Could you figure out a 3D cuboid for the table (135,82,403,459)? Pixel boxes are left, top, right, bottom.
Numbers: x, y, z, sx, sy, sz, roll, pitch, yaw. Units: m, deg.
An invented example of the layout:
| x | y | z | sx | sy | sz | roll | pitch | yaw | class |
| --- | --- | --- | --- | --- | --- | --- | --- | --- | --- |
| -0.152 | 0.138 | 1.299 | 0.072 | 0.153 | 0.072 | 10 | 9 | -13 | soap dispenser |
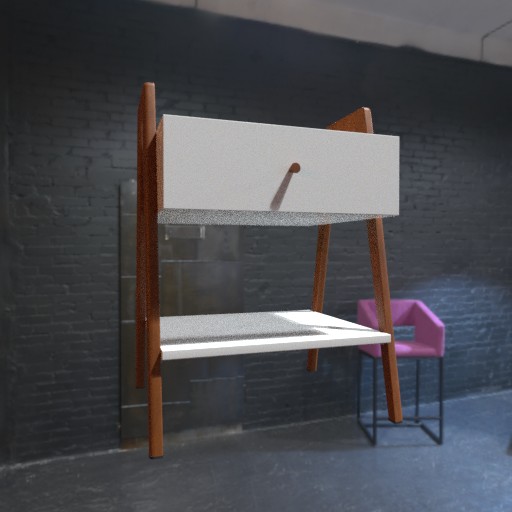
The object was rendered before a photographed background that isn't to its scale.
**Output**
| x | y | z | sx | sy | sz | roll | pitch | yaw | class |
| --- | --- | --- | --- | --- | --- | --- | --- | --- | --- |
| 0.000 | 0.000 | 0.905 | 0.457 | 0.610 | 0.405 | 0 | 1 | -18 | table |
